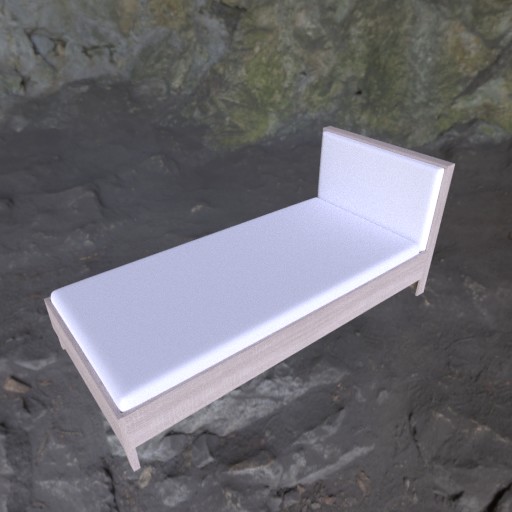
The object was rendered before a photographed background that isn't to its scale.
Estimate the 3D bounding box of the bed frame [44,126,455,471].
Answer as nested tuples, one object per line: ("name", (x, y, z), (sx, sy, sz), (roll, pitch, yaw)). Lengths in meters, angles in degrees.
("bed frame", (0.000, 0.000, 2.570), (2.140, 0.920, 0.990), (-22, 38, -31))
